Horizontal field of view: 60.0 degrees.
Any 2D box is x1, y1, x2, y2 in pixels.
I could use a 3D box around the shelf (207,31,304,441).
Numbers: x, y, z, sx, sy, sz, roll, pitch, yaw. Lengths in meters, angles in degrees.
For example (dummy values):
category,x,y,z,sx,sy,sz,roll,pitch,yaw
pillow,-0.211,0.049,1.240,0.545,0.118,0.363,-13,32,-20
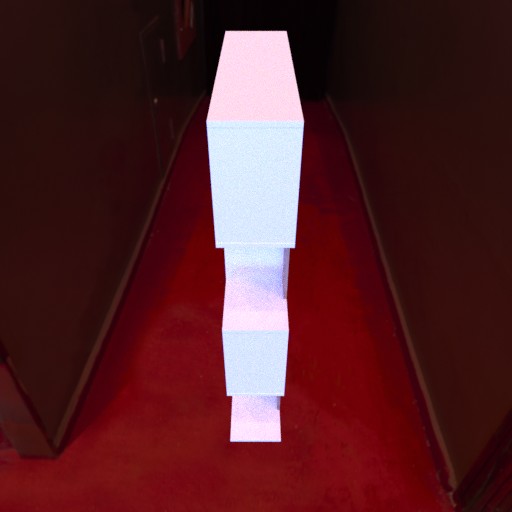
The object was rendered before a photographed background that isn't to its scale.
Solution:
category,x,y,z,sx,sy,sz,roll,pitch,yaw
shelf,0.000,0.000,2.001,0.250,1.650,0.890,0,40,0
